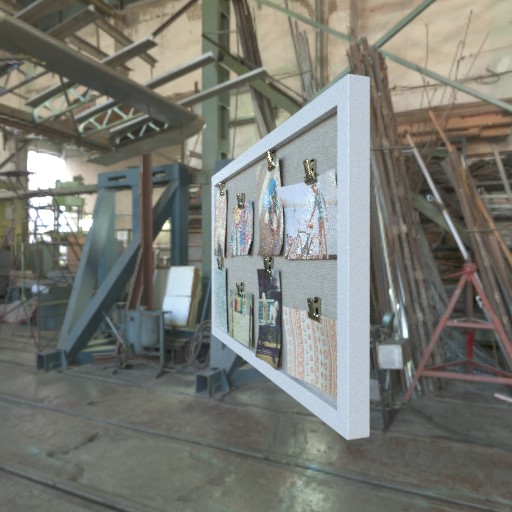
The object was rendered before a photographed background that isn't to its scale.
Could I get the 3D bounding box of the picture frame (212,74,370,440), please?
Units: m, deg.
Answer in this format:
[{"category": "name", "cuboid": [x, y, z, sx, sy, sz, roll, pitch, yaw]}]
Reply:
[{"category": "picture frame", "cuboid": [0.000, 0.000, 0.765, 0.044, 0.379, 0.647, 0, 0, -18]}]
